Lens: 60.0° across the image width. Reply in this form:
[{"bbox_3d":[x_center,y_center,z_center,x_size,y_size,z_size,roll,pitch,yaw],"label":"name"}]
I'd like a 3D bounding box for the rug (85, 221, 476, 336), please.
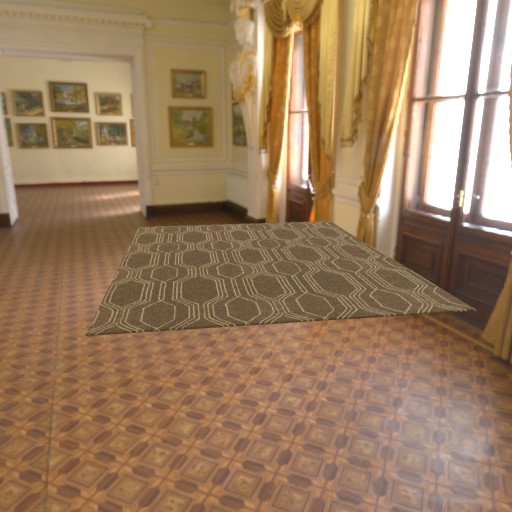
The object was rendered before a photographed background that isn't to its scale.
[{"bbox_3d":[0.000,0.000,4.182,2.457,0.012,3.062,-2,16,-8],"label":"rug"}]
